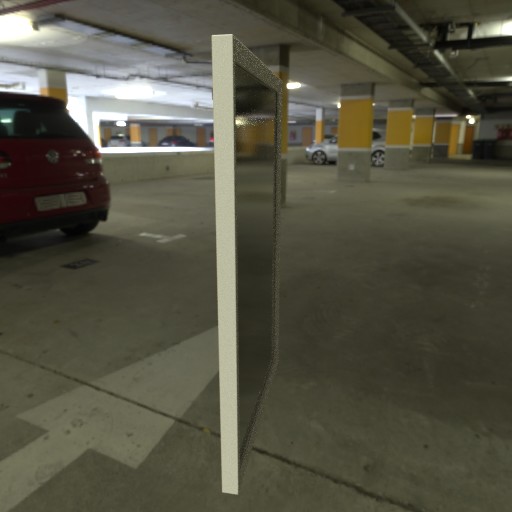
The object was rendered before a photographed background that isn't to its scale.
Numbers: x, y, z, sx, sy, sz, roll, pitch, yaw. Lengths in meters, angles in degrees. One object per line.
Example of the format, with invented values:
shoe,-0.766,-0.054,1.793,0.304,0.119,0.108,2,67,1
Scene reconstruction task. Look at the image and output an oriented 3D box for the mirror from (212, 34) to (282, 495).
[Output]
mirror,0.000,0.000,1.140,0.041,0.914,0.609,3,15,11
